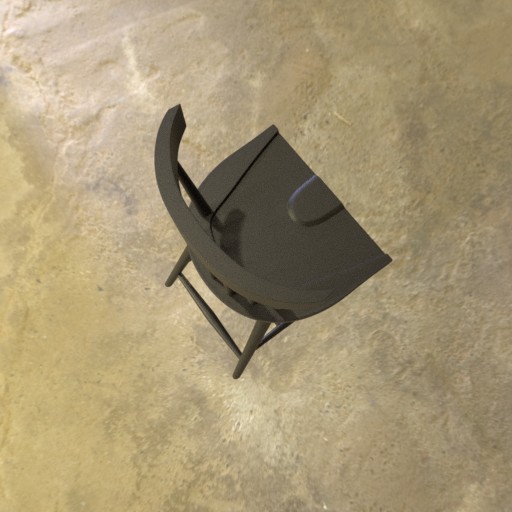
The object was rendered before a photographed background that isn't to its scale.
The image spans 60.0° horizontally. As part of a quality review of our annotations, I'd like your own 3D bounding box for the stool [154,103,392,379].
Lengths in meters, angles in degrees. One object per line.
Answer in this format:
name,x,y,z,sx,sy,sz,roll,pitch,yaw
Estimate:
stool,0.000,0.000,1.254,0.549,0.953,0.494,-37,78,-9
